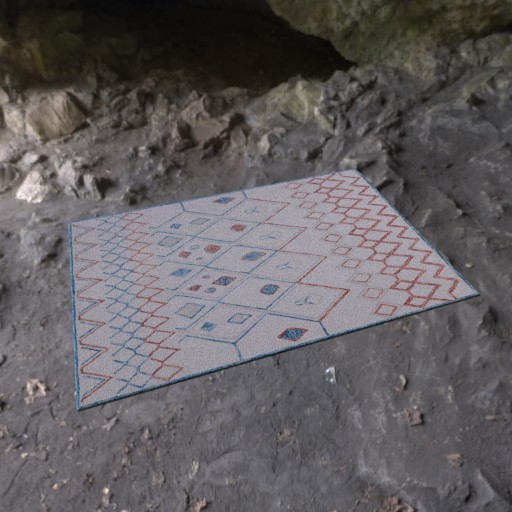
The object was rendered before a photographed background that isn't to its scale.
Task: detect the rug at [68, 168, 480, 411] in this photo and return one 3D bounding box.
[{"bbox_3d":[0.000,0.000,2.303,1.829,0.016,1.219,-13,43,-14],"label":"rug"}]
